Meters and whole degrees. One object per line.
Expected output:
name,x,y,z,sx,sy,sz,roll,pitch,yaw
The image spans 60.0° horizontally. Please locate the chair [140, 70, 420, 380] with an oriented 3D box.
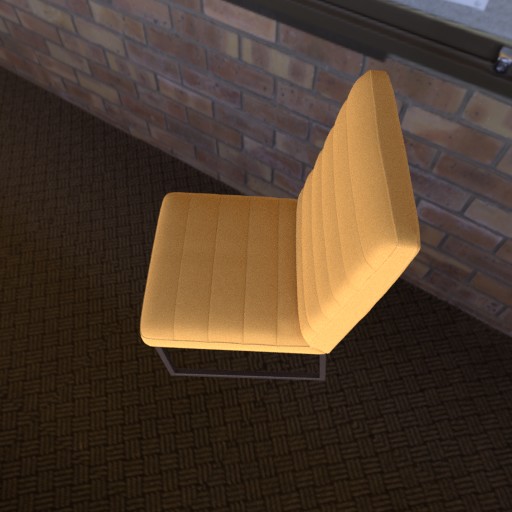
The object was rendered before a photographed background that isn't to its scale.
chair,0.000,0.000,1.313,0.634,0.930,0.520,2,59,1
